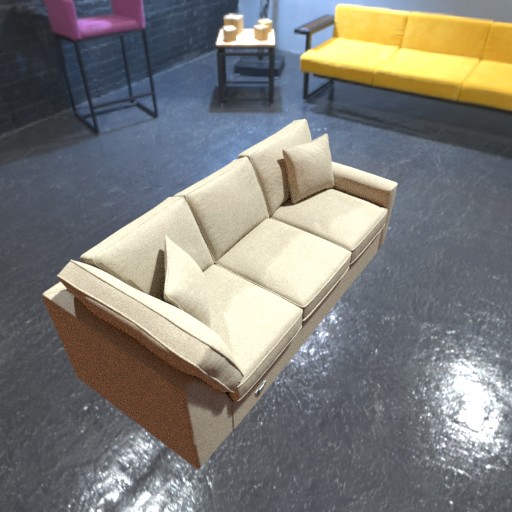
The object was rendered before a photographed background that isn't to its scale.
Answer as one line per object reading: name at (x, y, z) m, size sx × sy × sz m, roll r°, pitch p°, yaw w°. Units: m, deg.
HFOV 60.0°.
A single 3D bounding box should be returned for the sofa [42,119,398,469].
sofa at (0.000, 0.000, 2.909) m, size 1.053 × 0.948 × 2.323 m, roll 25°, pitch 46°, yaw 27°
